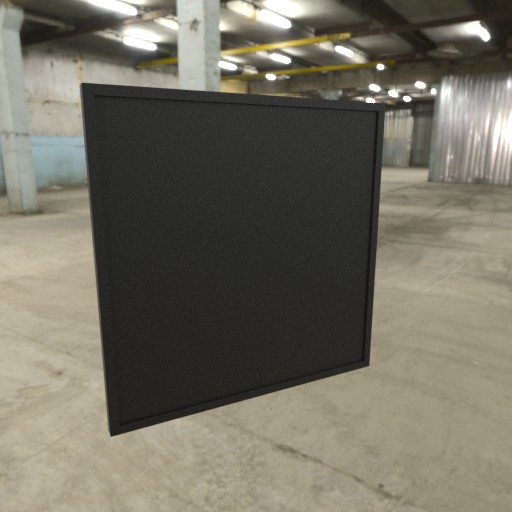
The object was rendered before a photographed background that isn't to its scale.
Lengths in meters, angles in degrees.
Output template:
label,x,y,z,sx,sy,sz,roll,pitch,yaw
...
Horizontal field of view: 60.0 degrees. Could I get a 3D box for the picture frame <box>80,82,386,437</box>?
label,x,y,z,sx,sy,sz,roll,pitch,yaw
picture frame,0.000,0.000,1.129,0.775,0.775,0.032,-7,14,-26
